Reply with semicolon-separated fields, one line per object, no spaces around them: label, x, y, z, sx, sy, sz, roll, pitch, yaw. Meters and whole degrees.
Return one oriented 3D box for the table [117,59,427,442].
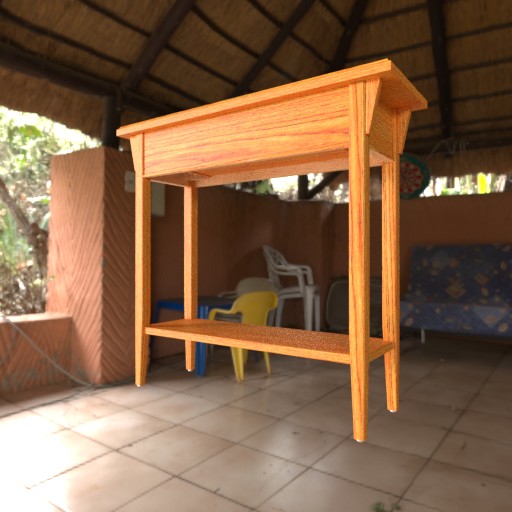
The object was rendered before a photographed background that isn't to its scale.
table;0.000;0.000;1.110;0.762;0.711;0.254;0;0;35
